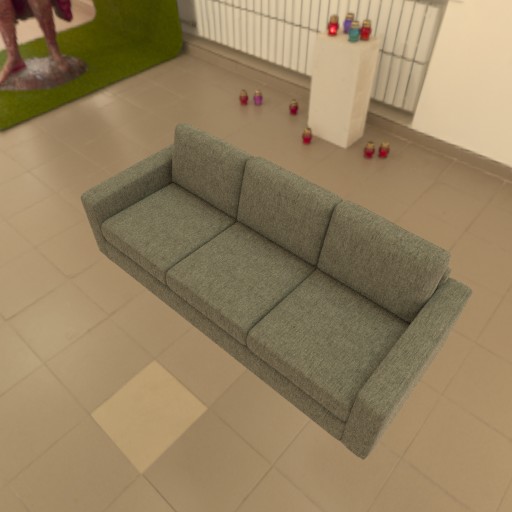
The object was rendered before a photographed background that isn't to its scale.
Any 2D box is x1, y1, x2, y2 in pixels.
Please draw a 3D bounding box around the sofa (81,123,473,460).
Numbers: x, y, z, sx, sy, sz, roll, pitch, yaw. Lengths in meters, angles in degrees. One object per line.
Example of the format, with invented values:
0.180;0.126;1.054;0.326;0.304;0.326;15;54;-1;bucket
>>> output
0.000;0.000;2.598;2.160;0.800;0.900;32;54;27;sofa
